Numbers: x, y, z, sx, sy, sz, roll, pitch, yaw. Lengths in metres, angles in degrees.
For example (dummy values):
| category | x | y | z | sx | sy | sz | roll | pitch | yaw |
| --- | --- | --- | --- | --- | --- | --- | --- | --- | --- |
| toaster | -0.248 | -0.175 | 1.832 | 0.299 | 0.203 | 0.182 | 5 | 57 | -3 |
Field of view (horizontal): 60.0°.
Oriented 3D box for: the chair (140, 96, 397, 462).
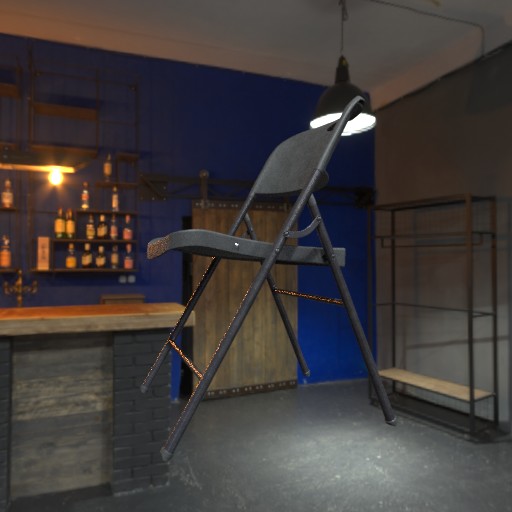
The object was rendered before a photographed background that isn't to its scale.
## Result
| category | x | y | z | sx | sy | sz | roll | pitch | yaw |
| --- | --- | --- | --- | --- | --- | --- | --- | --- | --- |
| chair | 0.000 | 0.000 | 1.193 | 0.566 | 0.810 | 0.494 | 0 | 0 | -19 |
